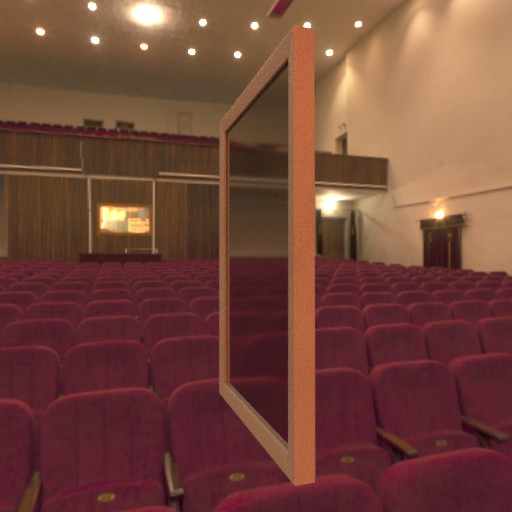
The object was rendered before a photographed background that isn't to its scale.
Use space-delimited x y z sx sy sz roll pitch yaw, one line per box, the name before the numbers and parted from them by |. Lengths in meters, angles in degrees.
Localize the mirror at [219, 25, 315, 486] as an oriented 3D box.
mirror | 0.000 0.000 0.929 0.040 0.710 0.507 0 -1 -18
